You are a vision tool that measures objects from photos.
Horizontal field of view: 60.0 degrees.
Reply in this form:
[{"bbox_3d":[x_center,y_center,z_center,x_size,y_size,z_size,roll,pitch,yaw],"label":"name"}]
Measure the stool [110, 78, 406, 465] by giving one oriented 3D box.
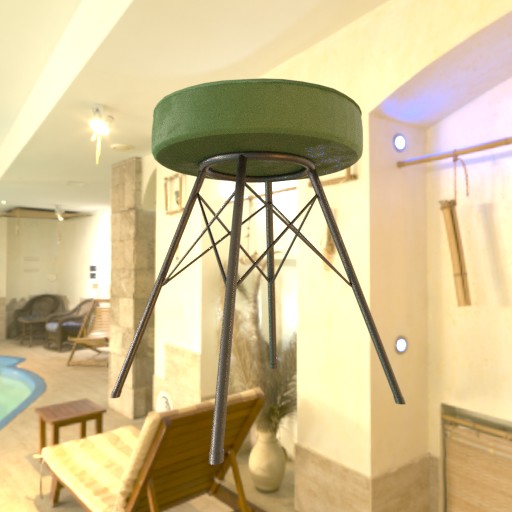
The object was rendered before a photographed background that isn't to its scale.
[{"bbox_3d":[0.000,0.000,0.916,0.457,0.595,0.430,1,-2,-38],"label":"stool"}]
